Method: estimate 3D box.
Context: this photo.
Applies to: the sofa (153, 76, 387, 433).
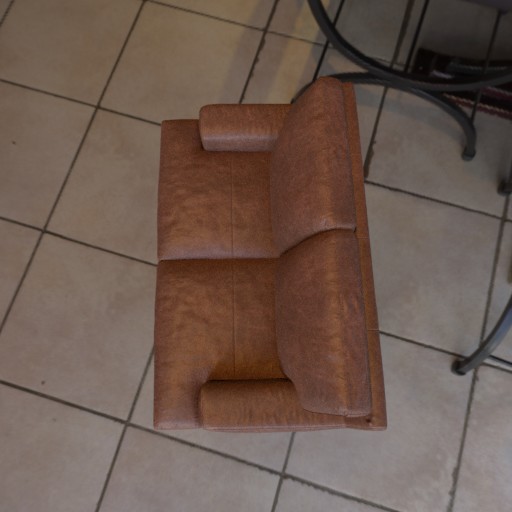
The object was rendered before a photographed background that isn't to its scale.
[{"bbox_3d":[0.000,0.000,2.479,1.143,0.939,1.880,-2,75,0],"label":"sofa"}]
